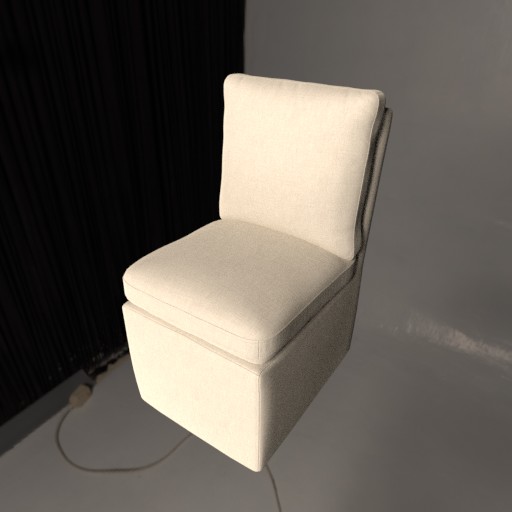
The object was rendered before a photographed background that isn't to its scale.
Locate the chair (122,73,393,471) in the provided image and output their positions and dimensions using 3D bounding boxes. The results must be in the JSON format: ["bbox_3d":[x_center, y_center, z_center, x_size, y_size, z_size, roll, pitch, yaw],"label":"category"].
[{"bbox_3d":[0.000,0.000,1.323,0.503,0.927,0.698,20,36,29],"label":"chair"}]
